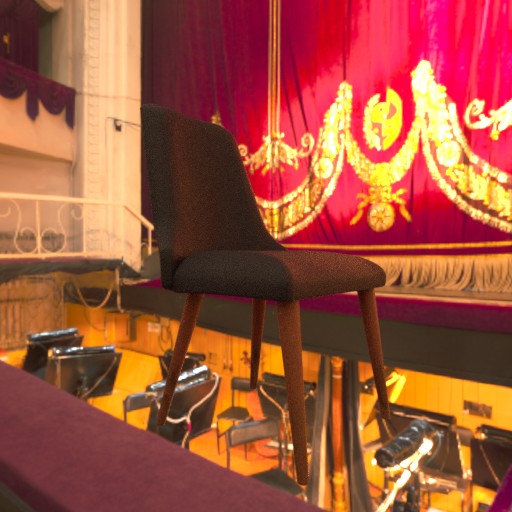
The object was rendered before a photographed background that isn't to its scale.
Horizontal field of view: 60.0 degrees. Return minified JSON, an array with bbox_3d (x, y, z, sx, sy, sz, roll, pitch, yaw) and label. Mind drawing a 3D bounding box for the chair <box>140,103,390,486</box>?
[{"bbox_3d":[0.000,0.000,1.138,0.567,0.820,0.504,0,1,38],"label":"chair"}]
